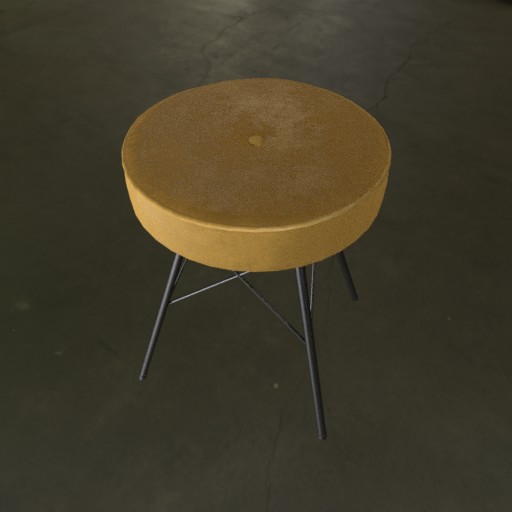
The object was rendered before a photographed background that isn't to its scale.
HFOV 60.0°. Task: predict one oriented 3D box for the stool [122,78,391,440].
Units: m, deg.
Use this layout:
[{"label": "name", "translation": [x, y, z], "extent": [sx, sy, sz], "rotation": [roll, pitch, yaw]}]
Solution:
[{"label": "stool", "translation": [0.000, 0.000, 0.919], "extent": [0.472, 0.595, 0.438], "rotation": [16, 49, 14]}]
